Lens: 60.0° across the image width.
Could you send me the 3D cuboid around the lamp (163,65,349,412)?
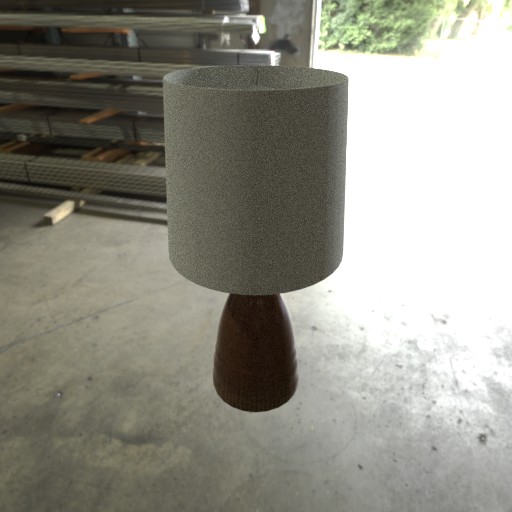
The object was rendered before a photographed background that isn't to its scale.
[{"bbox_3d":[0.000,0.000,0.486,0.186,0.369,0.186,0,29,0],"label":"lamp"}]
